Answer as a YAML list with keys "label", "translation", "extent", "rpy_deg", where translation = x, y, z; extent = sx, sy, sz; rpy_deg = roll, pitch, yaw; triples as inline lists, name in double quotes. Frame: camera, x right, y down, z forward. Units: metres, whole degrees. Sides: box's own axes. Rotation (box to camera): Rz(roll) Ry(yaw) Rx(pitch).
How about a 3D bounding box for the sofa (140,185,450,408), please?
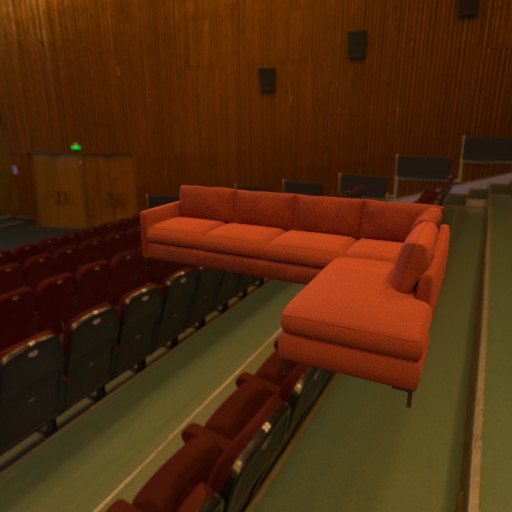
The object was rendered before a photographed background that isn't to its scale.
- label: "sofa"
  translation: [0.000, 0.000, 3.513]
  extent: [2.736, 0.757, 1.879]
  rpy_deg: [9, 20, 25]
